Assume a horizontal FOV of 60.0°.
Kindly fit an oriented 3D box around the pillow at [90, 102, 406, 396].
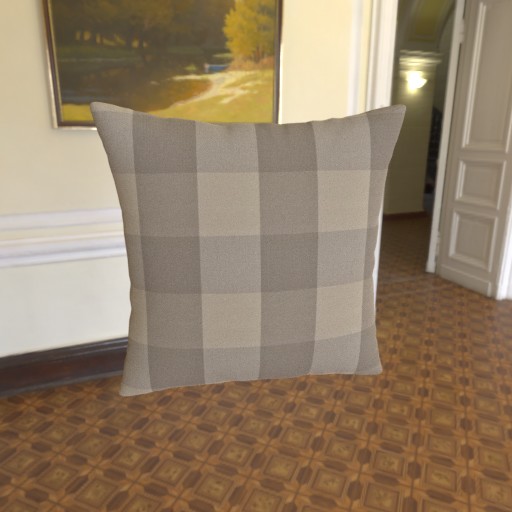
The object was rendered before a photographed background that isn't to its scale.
[{"bbox_3d":[0.000,0.000,0.779,0.511,0.509,0.161,-2,16,-9],"label":"pillow"}]
